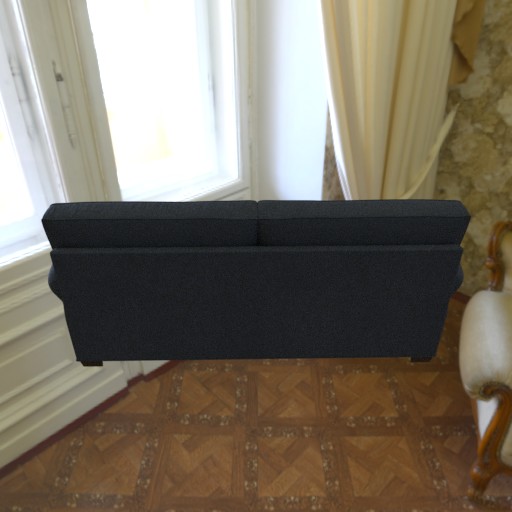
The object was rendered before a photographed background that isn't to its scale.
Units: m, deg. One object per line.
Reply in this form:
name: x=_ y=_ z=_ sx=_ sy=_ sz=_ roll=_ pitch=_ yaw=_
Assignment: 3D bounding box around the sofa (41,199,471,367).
sofa: x=0.000 y=0.000 z=2.862 sx=2.391 sy=1.026 sz=0.954 roll=-1 pitch=31 yaw=-1
